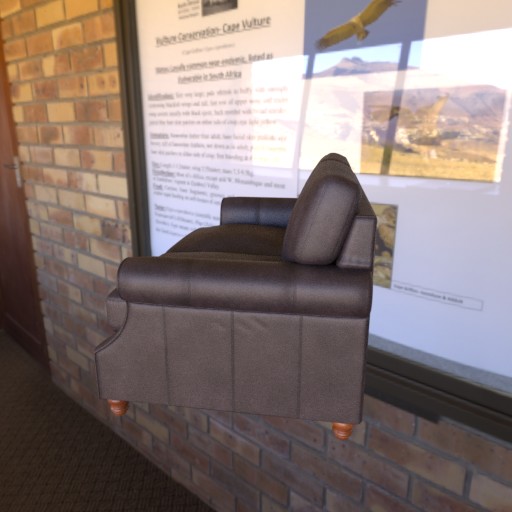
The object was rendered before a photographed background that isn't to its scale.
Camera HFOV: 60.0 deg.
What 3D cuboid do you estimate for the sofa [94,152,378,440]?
[{"bbox_3d":[0.000,0.000,2.270,1.030,0.979,1.663,3,16,9],"label":"sofa"}]
